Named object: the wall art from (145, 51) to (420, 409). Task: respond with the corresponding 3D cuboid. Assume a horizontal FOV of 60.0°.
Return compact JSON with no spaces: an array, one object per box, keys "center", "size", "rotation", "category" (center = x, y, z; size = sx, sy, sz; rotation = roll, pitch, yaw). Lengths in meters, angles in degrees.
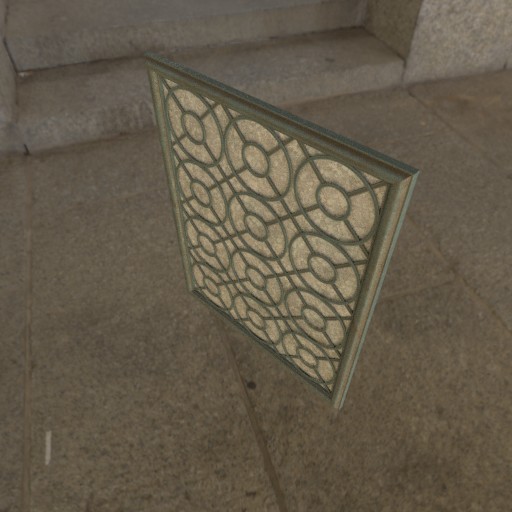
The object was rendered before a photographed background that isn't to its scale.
[{"center":[0.000,0.000,1.325],"size":[0.767,0.983,0.030],"rotation":[33,55,27],"category":"wall art"}]
